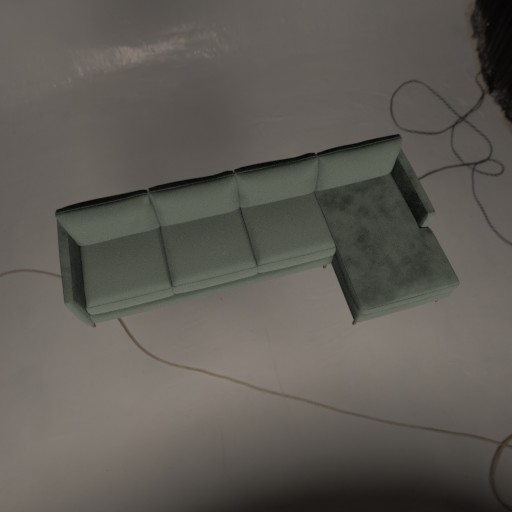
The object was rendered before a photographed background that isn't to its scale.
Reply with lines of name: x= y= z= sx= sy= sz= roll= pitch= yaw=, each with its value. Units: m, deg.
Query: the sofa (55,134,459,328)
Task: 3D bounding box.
sofa: x=0.000 y=0.000 z=3.278 sx=2.725 sy=0.756 sz=1.255 roll=-14 pitch=64 yaw=-7
